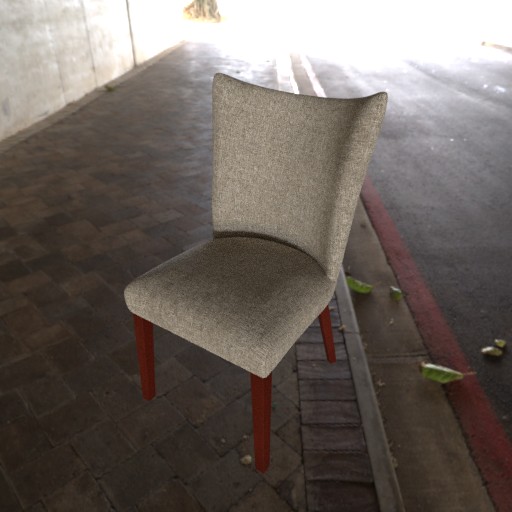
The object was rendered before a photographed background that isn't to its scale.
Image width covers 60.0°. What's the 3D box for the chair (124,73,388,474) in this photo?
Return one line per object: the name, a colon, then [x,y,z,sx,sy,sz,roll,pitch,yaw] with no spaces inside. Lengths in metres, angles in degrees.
chair: [0.000,0.000,1.304,0.535,0.924,0.623,19,36,29]
